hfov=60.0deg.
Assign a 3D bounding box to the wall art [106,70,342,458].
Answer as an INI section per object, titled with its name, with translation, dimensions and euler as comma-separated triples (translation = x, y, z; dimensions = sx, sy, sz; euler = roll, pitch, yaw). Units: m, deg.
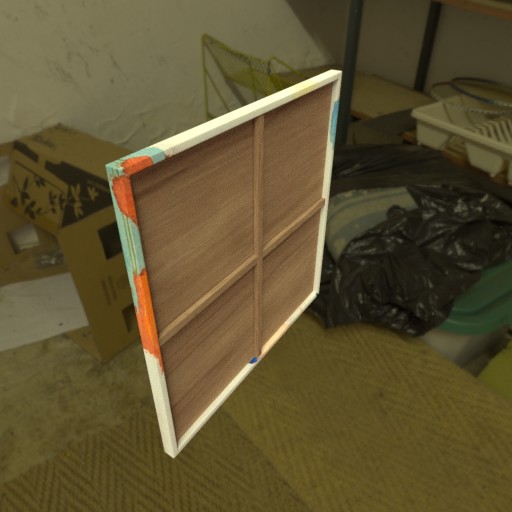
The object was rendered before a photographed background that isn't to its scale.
[wall art]
translation = 0.000, 0.000, 1.515
dimensions = 0.044, 1.017, 1.017
euler = 21, 40, 27
